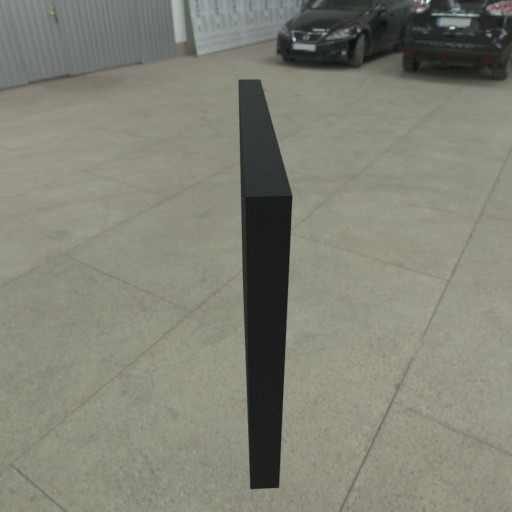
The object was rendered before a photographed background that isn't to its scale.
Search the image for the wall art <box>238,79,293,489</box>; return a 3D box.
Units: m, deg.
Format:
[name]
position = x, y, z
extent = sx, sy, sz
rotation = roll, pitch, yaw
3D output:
[wall art]
position = 0.000, 0.000, 0.532
extent = 0.031, 0.330, 0.381
rotation = -1, 32, -2
